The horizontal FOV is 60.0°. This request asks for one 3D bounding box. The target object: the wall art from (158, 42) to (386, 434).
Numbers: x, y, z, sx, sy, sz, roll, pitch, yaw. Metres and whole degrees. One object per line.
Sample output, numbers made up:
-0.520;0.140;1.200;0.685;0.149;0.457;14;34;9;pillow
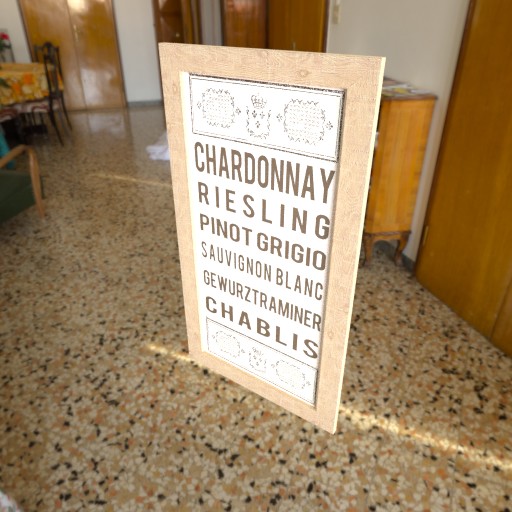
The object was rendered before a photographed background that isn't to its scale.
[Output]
0.000;0.000;0.805;0.381;0.683;0.013;19;35;30;wall art
